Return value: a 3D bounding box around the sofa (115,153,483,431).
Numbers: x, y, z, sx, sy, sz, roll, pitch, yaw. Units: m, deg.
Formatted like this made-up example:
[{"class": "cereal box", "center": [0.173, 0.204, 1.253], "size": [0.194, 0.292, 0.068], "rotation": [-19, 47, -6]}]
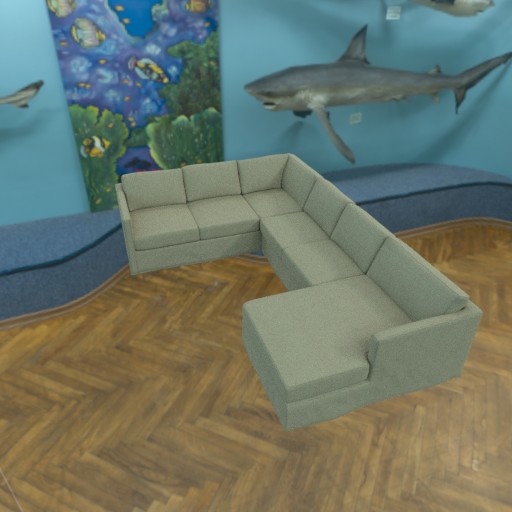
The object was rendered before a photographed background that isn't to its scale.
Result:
[{"class": "sofa", "center": [0.000, 0.000, 4.464], "size": [2.427, 0.882, 3.460], "rotation": [-11, 34, -16]}]
